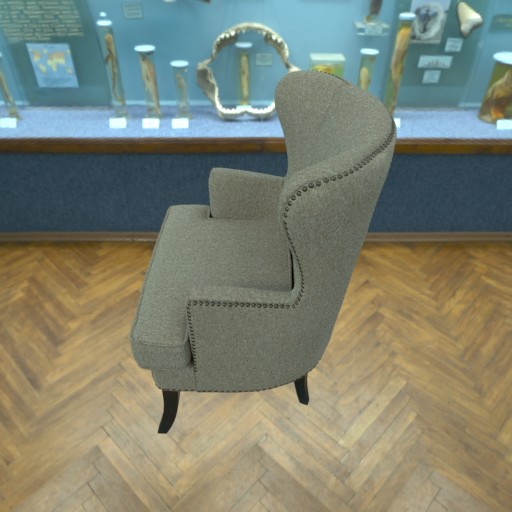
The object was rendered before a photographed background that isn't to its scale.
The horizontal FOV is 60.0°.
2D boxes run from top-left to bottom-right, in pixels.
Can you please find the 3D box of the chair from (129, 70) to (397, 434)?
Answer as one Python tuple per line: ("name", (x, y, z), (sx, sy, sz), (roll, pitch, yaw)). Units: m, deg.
("chair", (0.000, 0.000, 1.552), (0.758, 1.060, 0.759), (1, 40, 1))
